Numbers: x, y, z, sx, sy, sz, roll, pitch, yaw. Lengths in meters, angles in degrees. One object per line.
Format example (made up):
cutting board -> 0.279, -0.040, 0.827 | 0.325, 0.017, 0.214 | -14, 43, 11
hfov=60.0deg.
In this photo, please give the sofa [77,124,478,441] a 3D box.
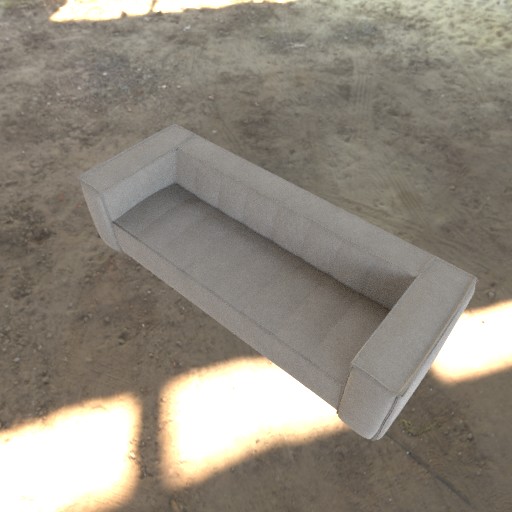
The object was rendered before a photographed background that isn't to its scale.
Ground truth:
sofa -> 0.000, 0.000, 3.190 | 2.697, 0.680, 1.038 | 32, 55, 26
